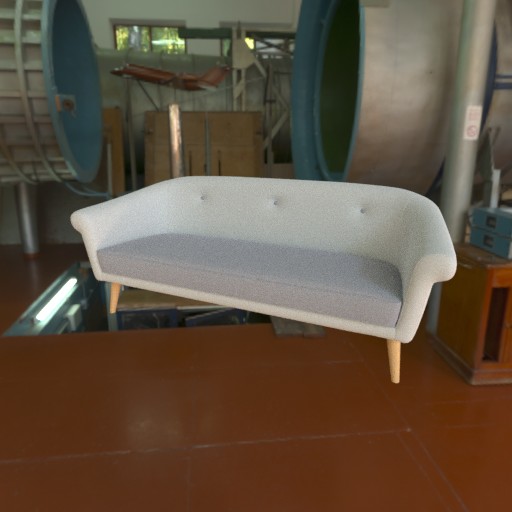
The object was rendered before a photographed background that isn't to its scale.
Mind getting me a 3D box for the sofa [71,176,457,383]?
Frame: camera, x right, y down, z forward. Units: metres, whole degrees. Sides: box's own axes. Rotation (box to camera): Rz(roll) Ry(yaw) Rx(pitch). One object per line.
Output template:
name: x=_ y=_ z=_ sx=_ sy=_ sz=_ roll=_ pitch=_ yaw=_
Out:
sofa: x=0.000 y=0.000 z=2.587 sx=2.160 sy=0.795 sz=0.827 roll=8 pitch=18 yaw=27
